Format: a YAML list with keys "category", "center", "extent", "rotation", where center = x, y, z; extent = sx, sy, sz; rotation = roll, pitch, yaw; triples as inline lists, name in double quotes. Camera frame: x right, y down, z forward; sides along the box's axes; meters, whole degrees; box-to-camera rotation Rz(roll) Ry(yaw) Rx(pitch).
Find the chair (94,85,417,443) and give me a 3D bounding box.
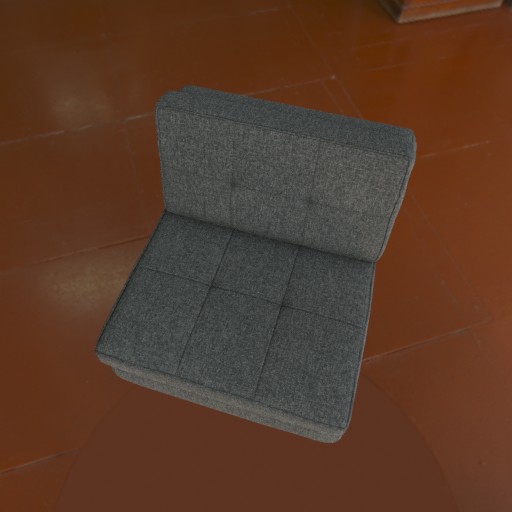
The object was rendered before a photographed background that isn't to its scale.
- category: "chair"
  center: [0.000, 0.000, 1.313]
  extent: [0.740, 0.615, 0.800]
  rotation: [14, 59, 9]
